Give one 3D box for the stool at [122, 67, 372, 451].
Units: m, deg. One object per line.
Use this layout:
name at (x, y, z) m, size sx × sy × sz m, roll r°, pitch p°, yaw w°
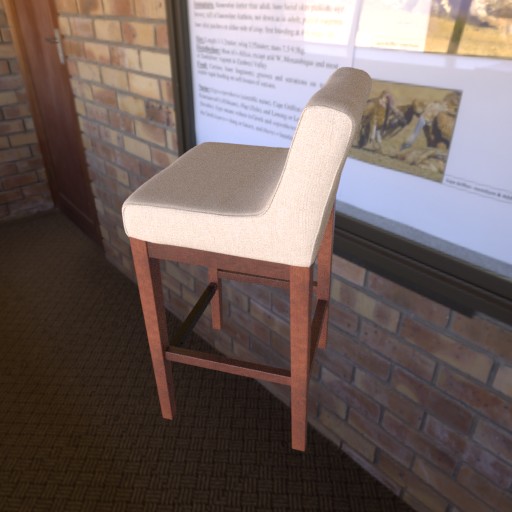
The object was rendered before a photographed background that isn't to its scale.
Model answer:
stool at (0.000, 0.000, 1.230) m, size 0.500 × 0.937 × 0.511 m, roll 8°, pitch 31°, yaw 13°
